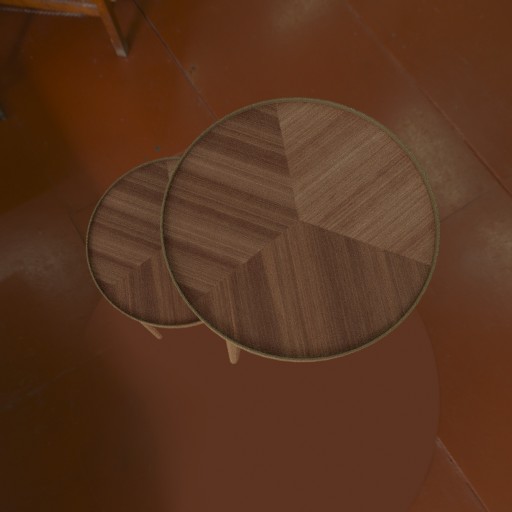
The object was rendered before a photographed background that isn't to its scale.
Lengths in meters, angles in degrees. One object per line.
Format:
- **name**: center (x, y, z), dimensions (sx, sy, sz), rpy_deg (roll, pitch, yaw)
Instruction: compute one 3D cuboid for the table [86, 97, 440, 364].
- **table**: center (0.000, 0.000, 1.111), dimensions (0.751, 0.555, 0.532), rpy_deg (2, 74, 0)
